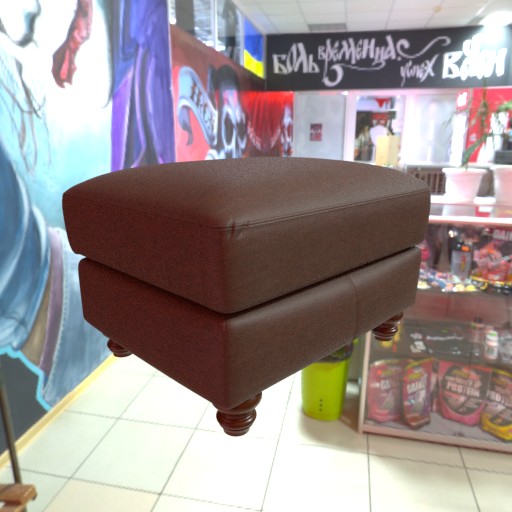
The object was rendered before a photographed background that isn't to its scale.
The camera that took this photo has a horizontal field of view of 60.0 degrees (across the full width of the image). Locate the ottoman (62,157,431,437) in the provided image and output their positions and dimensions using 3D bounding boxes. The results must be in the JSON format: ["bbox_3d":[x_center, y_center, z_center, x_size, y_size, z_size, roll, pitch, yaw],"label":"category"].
[{"bbox_3d":[0.000,0.000,1.188,0.635,0.508,0.787,15,21,43],"label":"ottoman"}]
